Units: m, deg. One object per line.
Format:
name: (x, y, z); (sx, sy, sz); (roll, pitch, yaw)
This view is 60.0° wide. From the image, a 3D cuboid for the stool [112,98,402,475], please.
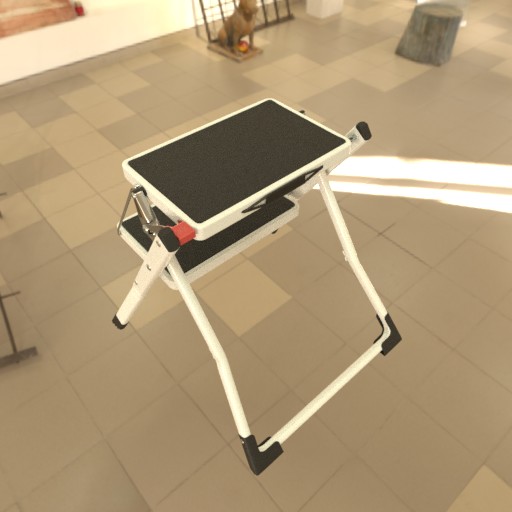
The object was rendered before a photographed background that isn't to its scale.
stool: (0.000, 0.000, 0.838); (0.485, 0.445, 0.490); (-33, 55, -27)
